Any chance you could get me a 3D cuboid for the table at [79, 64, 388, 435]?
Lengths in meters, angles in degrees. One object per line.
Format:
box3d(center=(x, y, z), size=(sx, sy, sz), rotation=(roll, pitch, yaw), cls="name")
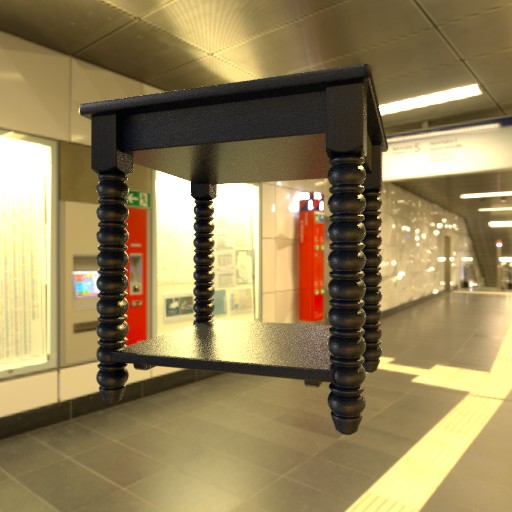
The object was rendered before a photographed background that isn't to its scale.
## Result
box3d(center=(0.000, 0.000, 0.973), size=(0.533, 0.567, 0.500), rotation=(0, 0, 19), cls="table")
